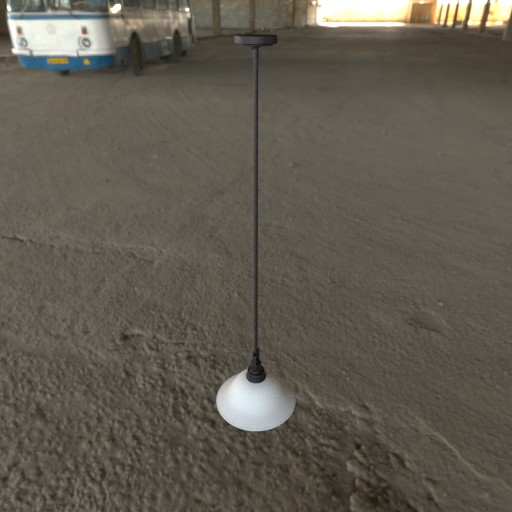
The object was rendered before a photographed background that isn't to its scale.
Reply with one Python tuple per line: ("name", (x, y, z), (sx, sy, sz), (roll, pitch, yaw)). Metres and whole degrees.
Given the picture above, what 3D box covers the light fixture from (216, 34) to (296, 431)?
("light fixture", (0.000, 0.000, 1.499), (0.324, 1.337, 0.324), (7, 30, 13))
